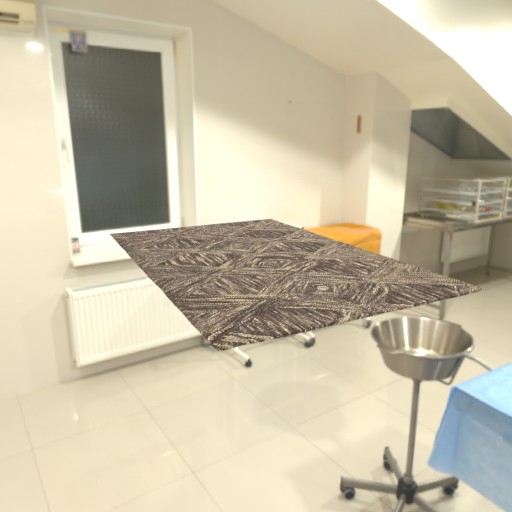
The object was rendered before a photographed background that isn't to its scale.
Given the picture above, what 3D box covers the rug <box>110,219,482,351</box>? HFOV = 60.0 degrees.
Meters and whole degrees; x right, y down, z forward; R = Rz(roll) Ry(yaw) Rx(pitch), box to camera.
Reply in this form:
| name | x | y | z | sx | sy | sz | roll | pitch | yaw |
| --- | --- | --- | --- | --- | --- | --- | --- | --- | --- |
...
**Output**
| name | x | y | z | sx | sy | sz | roll | pitch | yaw |
| --- | --- | --- | --- | --- | --- | --- | --- | --- | --- |
| rug | 0.000 | 0.000 | 2.338 | 1.186 | 0.012 | 1.814 | -8 | 17 | -26 |
